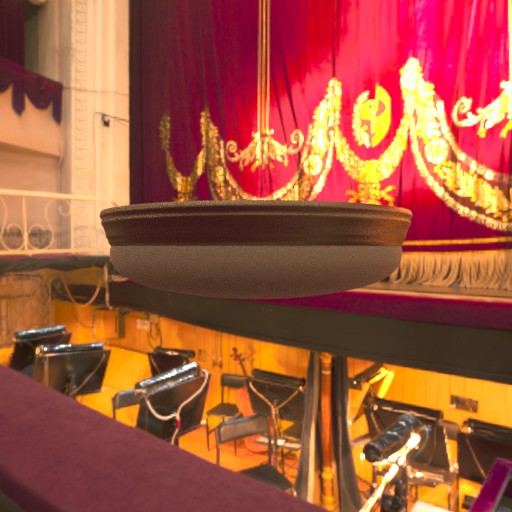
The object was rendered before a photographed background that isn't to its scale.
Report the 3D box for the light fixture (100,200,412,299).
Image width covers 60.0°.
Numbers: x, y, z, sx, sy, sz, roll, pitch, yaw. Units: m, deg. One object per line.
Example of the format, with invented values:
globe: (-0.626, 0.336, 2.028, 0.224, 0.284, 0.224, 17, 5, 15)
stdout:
light fixture: (0.000, 0.000, 0.553, 0.368, 0.100, 0.368, 0, 1, 0)
